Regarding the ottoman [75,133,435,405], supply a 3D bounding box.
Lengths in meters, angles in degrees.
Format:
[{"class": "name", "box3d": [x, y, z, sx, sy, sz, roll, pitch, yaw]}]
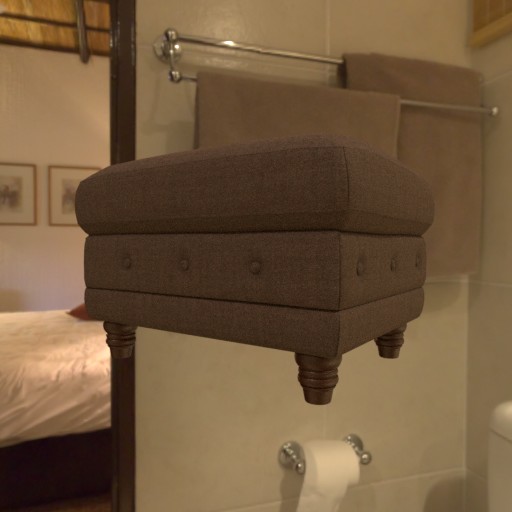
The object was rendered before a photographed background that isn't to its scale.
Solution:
[{"class": "ottoman", "box3d": [0.000, 0.000, 1.208, 0.809, 0.555, 0.599, 1, 2, 35]}]
